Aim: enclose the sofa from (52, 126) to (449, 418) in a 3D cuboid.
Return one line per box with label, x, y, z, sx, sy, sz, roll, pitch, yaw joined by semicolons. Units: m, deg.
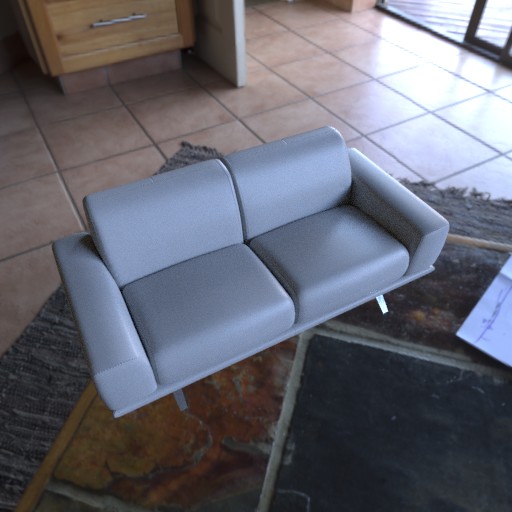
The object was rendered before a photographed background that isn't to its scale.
sofa;0.000;0.000;2.381;1.901;0.772;0.900;-21;49;-19
